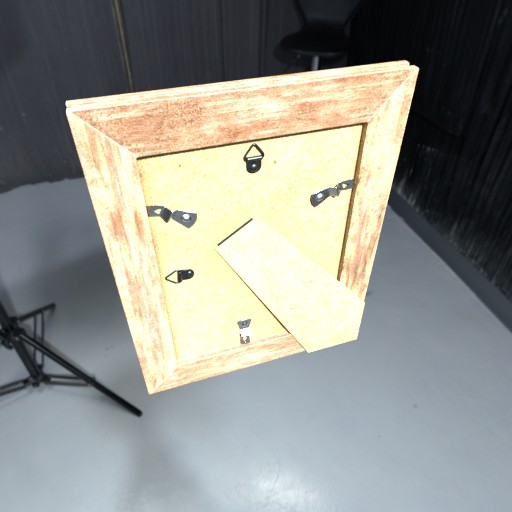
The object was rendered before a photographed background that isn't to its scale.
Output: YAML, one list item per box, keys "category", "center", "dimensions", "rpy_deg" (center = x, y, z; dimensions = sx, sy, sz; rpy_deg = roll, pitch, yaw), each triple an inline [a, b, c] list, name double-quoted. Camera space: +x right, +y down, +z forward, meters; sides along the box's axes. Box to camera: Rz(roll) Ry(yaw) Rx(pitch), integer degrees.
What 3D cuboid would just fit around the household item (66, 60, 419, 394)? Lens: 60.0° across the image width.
- category: "household item"
  center: [0.000, 0.000, 0.306]
  dimensions: [0.186, 0.237, 0.018]
  rpy_deg: [-12, 43, -14]
